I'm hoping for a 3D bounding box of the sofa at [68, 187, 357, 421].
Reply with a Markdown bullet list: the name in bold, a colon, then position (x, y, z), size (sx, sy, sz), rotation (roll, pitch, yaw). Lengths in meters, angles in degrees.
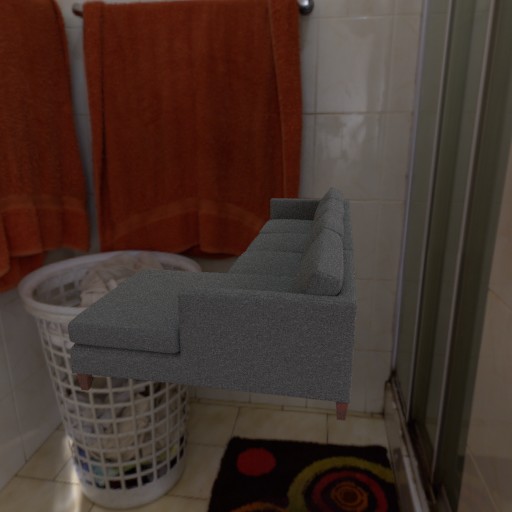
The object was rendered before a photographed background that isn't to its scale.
- **sofa**: position (0.000, 0.000, 3.861), size (1.625, 0.846, 3.186), rotation (3, 17, 10)
